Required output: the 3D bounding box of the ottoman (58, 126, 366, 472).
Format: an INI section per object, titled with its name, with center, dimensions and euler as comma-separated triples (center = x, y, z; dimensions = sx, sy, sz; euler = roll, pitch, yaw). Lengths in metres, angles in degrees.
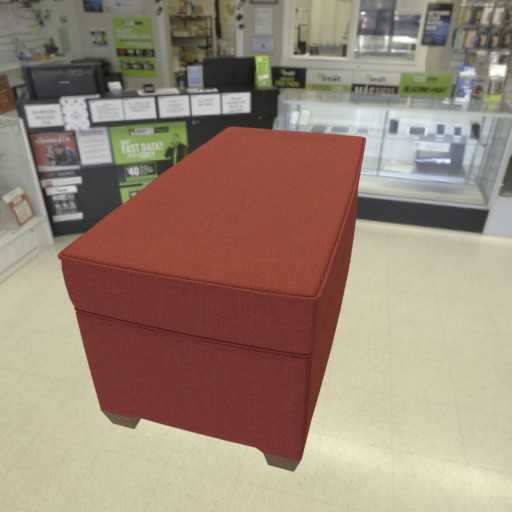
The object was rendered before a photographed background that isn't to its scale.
[ottoman]
center = 0.000, 0.000, 1.216
dimensions = 0.497, 0.454, 0.948
euler = 9, 32, 14
